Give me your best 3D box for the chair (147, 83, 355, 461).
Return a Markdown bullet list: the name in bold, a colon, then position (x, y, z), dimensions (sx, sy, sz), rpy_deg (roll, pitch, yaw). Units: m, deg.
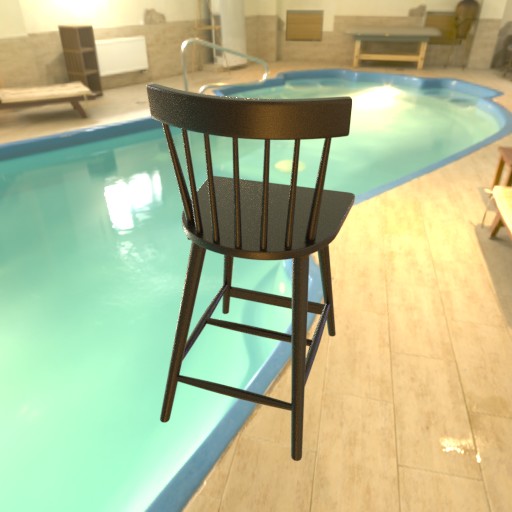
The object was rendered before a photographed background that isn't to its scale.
- **chair**: position (0.000, 0.000, 1.286), dimensions (0.483, 0.952, 0.572), rpy_deg (10, 33, 15)
